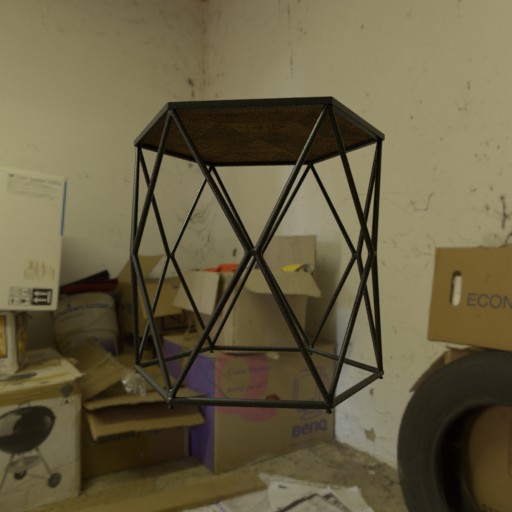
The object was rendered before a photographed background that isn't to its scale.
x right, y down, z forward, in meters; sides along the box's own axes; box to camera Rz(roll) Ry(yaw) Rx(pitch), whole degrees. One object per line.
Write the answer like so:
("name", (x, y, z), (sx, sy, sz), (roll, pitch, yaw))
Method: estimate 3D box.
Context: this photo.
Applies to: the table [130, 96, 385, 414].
("table", (0.000, 0.000, 1.048), (0.579, 0.564, 0.578), (0, -1, 34))
